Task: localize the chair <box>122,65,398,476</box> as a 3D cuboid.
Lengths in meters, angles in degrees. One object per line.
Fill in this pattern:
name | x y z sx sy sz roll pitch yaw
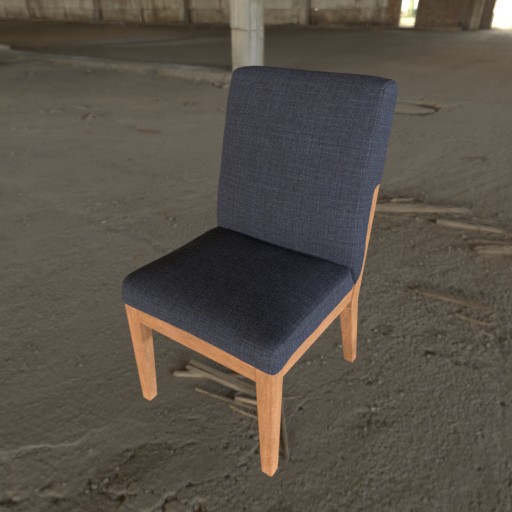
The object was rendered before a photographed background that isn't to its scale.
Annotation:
chair | 0.000 0.000 1.238 0.507 0.911 0.586 19 35 29
